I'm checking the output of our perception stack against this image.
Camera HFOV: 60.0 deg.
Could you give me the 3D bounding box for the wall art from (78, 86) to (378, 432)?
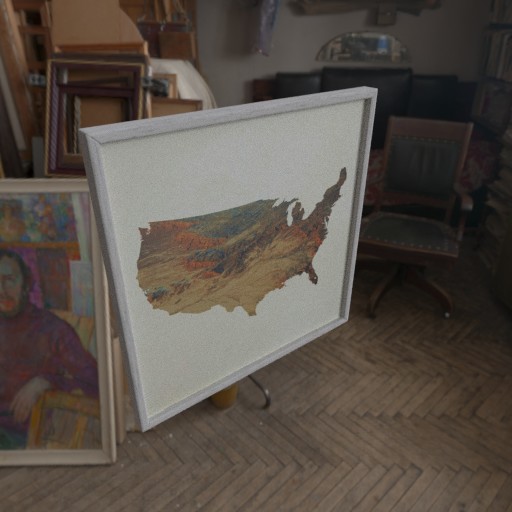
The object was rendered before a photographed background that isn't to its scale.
[{"bbox_3d":[0.000,0.000,1.959,1.287,1.288,0.078,-21,36,-31],"label":"wall art"}]
